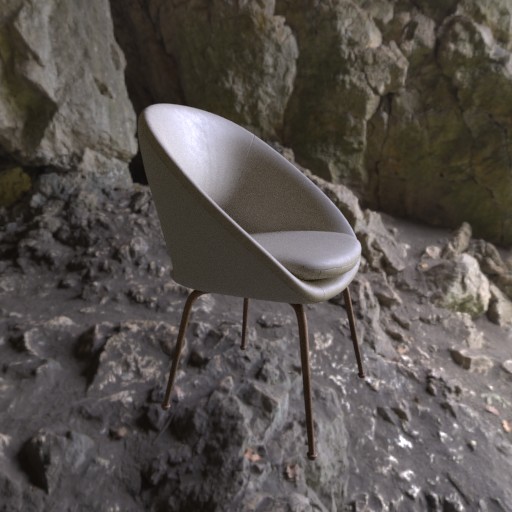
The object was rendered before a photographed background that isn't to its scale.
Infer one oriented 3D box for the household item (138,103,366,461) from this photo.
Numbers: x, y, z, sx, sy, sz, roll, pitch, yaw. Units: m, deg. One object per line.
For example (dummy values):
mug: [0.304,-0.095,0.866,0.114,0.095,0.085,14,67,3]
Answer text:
household item: [0.000,0.000,1.278,0.573,0.852,0.623,7,15,27]
